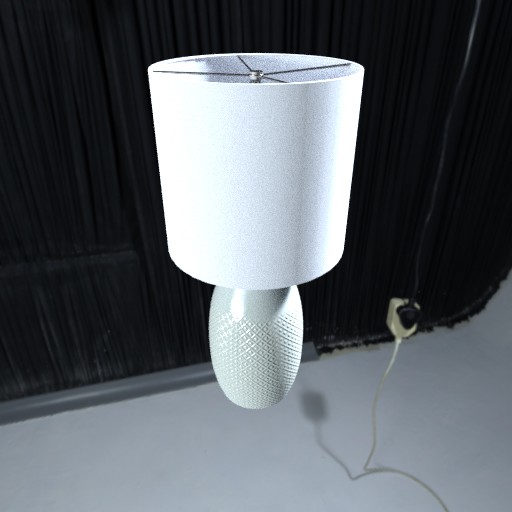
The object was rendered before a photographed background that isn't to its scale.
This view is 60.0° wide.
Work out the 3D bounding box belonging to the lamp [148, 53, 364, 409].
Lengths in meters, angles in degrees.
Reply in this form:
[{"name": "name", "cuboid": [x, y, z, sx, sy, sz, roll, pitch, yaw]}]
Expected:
[{"name": "lamp", "cuboid": [0.000, 0.000, 0.569, 0.217, 0.453, 0.217, -8, 31, -13]}]
